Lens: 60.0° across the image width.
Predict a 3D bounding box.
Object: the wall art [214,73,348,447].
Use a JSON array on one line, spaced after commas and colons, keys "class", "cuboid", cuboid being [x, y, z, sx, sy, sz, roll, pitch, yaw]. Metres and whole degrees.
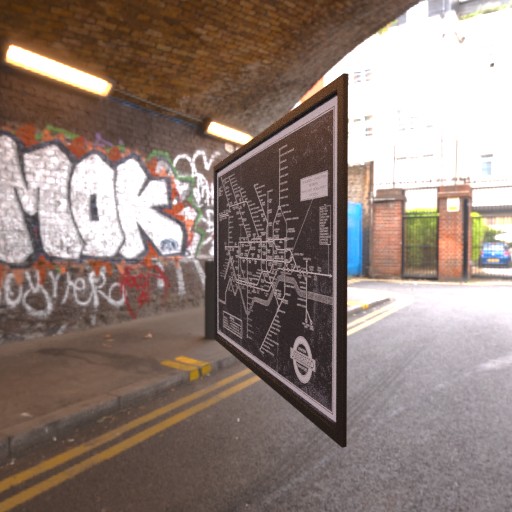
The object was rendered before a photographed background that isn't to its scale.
[{"class": "wall art", "cuboid": [0.000, 0.000, 1.522, 0.013, 0.811, 1.192, 0, 1, -19]}]
